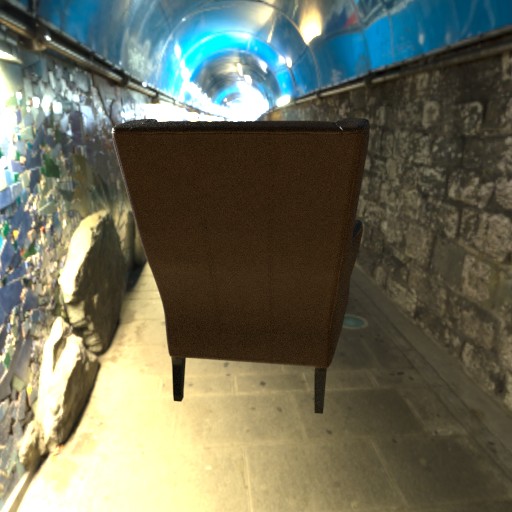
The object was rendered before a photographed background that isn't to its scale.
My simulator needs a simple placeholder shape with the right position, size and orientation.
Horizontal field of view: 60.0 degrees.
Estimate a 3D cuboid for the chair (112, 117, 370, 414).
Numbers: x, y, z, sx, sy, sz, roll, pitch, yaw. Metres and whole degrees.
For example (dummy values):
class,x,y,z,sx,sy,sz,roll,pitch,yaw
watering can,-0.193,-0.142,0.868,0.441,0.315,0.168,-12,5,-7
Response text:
class,x,y,z,sx,sy,sz,roll,pitch,yaw
chair,0.000,0.000,1.723,0.852,1.016,0.925,2,16,8
